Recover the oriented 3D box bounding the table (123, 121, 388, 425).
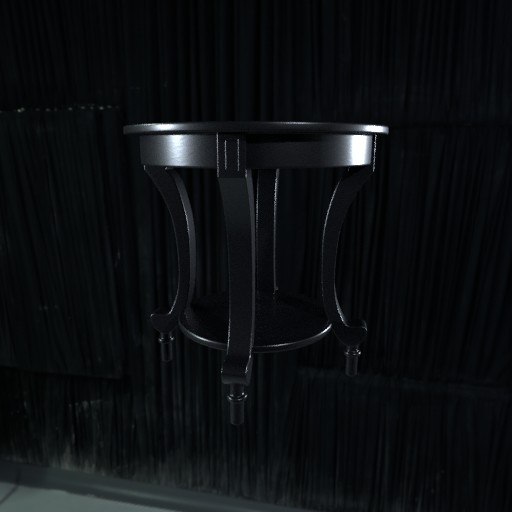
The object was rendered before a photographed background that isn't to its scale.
[{"bbox_3d":[0.000,0.000,1.112,0.597,0.618,0.597,0,14,0],"label":"table"}]
